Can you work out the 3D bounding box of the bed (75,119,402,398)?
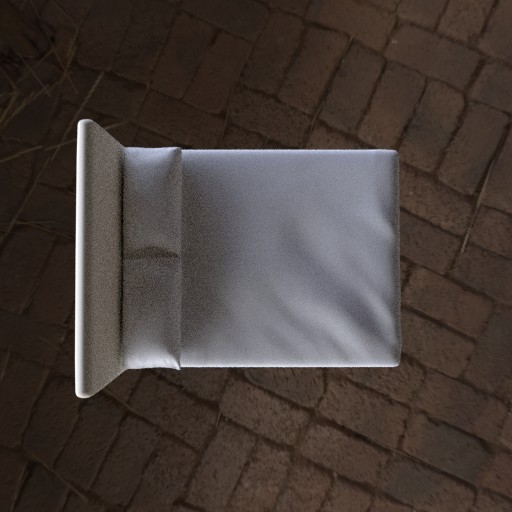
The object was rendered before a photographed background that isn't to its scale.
[{"bbox_3d":[0.000,0.000,3.244,2.147,1.330,1.714,0,89,0],"label":"bed"}]
